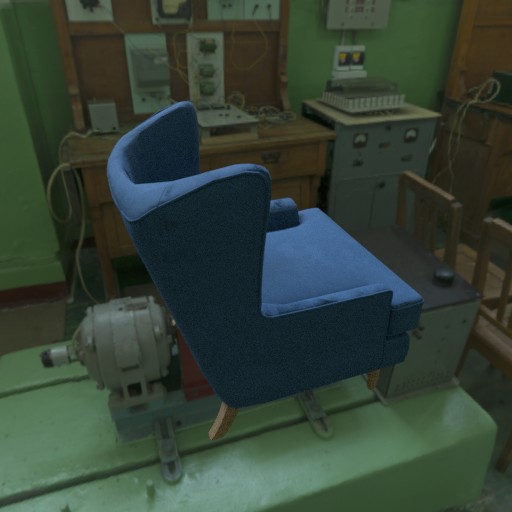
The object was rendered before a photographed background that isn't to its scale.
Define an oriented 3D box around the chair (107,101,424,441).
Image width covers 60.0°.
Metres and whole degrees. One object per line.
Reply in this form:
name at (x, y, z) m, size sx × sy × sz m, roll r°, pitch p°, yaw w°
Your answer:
chair at (0.000, 0.000, 1.594) m, size 0.910 × 0.952 × 0.793 m, roll -11°, pitch 32°, yaw -17°
